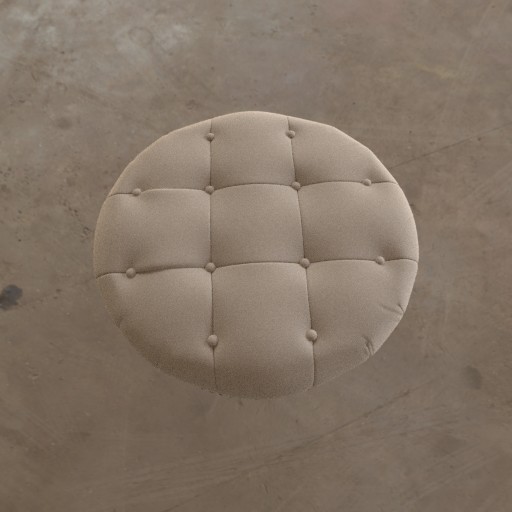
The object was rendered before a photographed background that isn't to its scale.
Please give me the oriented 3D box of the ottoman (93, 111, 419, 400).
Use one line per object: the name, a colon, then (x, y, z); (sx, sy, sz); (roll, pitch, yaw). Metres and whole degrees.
ottoman: (0.000, 0.000, 1.378); (0.901, 0.439, 0.901); (0, 65, 0)
